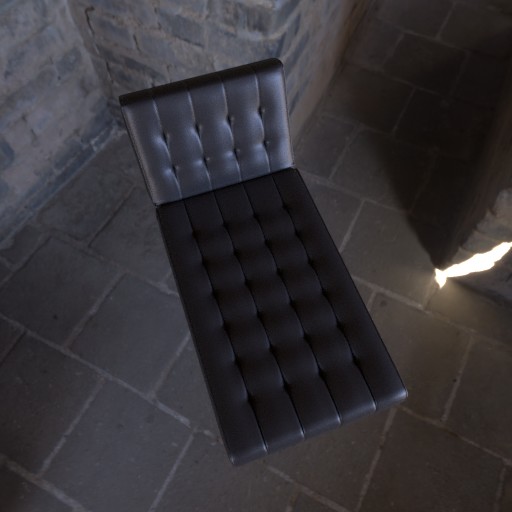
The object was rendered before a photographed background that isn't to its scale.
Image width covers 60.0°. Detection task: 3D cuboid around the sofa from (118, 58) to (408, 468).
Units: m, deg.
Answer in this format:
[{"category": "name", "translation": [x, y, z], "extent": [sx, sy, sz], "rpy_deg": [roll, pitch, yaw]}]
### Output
[{"category": "sofa", "translation": [0.000, 0.000, 1.987], "extent": [0.760, 0.820, 1.560], "rpy_deg": [-18, 65, -9]}]
